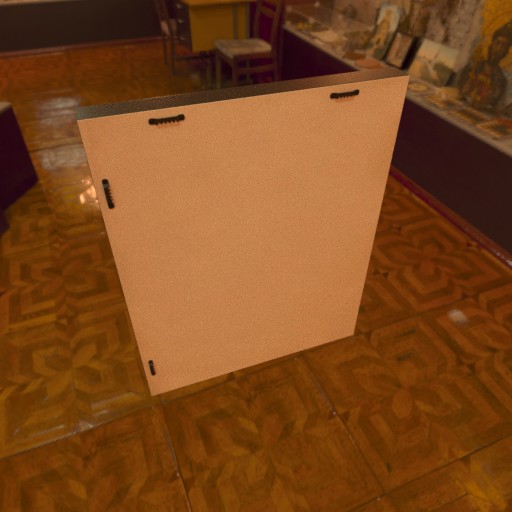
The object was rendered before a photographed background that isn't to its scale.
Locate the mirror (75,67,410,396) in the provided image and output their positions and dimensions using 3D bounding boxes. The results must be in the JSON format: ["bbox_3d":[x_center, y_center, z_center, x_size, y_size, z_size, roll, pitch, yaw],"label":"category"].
[{"bbox_3d":[0.000,0.000,0.685,0.406,0.509,0.041,-13,42,-15],"label":"mirror"}]
